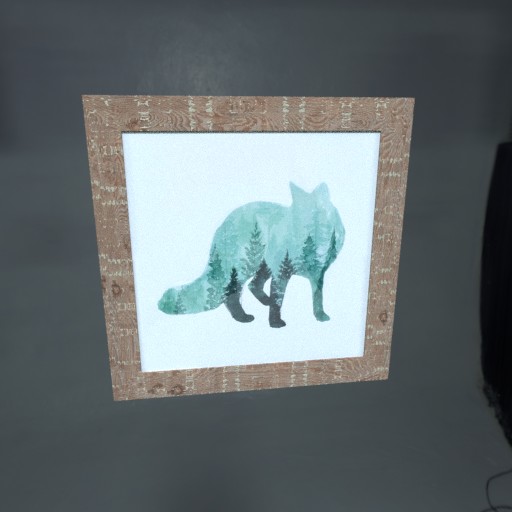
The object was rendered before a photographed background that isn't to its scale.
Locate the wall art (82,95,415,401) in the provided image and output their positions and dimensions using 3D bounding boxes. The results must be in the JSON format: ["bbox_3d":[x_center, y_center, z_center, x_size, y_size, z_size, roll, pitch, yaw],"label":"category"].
[{"bbox_3d":[0.000,0.000,0.568,0.384,0.384,0.012,-2,17,-8],"label":"wall art"}]
